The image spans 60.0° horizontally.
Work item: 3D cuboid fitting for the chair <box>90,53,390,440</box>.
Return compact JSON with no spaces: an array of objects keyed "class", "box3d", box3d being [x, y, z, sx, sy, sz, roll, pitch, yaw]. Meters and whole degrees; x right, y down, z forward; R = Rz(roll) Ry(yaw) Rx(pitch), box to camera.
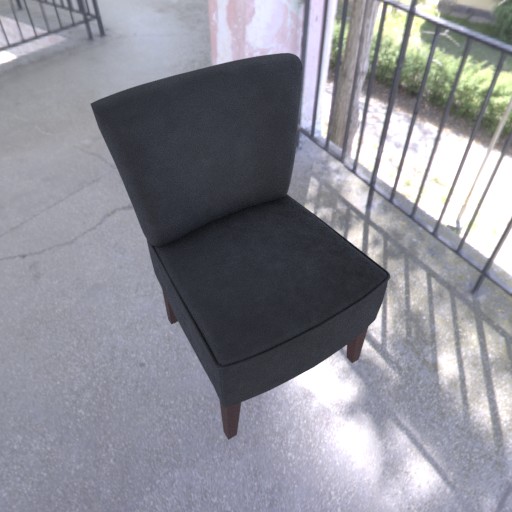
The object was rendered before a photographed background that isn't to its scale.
[{"class":"chair","box3d":[0.000,0.000,1.169,0.521,0.806,0.554,-24,50,-22]}]
